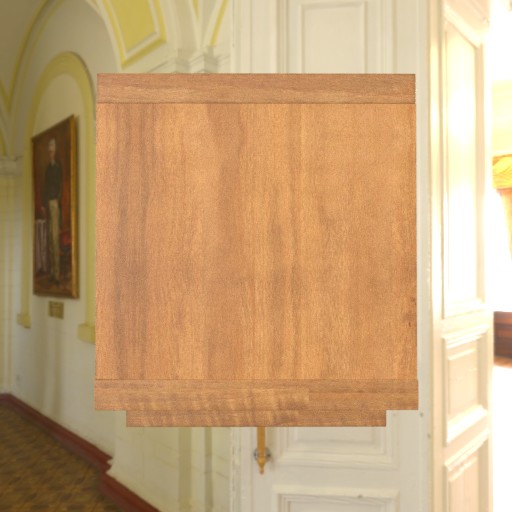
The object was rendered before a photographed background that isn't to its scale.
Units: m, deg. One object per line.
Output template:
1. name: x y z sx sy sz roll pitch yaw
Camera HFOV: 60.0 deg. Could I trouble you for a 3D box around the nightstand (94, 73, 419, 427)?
1. nightstand: 0.000 0.000 0.842 0.436 0.491 0.493 0 -1 0
